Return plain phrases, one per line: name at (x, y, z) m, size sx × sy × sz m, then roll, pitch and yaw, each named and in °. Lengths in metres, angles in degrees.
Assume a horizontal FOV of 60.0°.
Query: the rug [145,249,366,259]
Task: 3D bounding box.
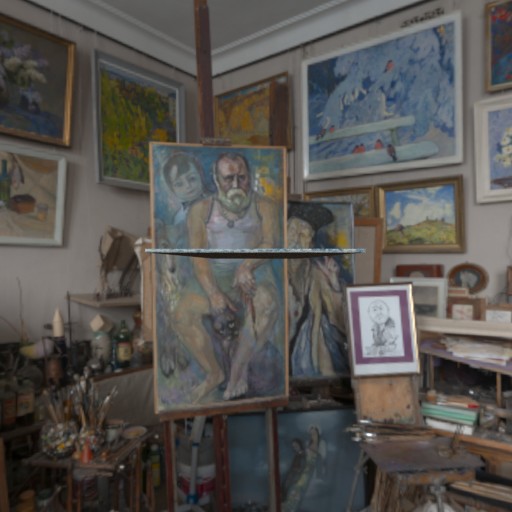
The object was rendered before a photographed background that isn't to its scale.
rug at (0.000, 0.000, 2.750) m, size 0.770 × 0.013 × 2.434 m, roll 0°, pitch -1°, yaw 0°
